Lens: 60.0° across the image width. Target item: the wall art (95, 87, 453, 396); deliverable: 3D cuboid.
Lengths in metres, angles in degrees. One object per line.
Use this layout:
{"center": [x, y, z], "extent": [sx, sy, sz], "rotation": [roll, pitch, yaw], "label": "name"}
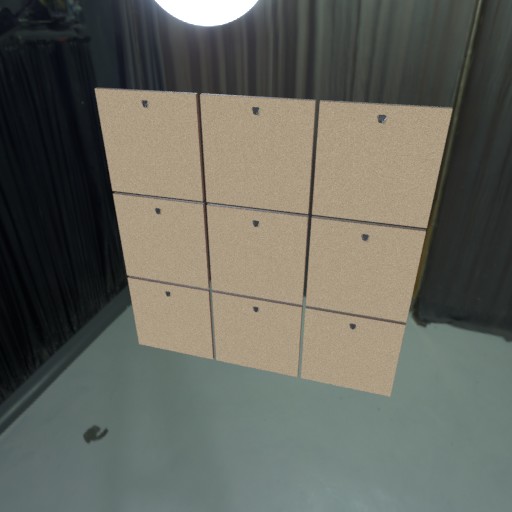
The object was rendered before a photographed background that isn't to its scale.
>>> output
{"center": [0.000, 0.000, 1.318], "extent": [0.906, 0.904, 0.018], "rotation": [8, 31, 14], "label": "wall art"}
